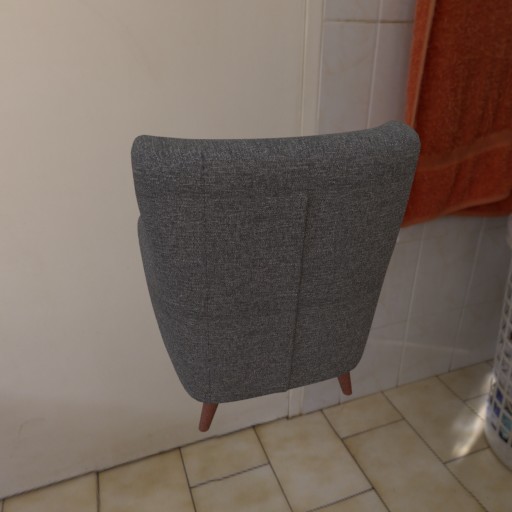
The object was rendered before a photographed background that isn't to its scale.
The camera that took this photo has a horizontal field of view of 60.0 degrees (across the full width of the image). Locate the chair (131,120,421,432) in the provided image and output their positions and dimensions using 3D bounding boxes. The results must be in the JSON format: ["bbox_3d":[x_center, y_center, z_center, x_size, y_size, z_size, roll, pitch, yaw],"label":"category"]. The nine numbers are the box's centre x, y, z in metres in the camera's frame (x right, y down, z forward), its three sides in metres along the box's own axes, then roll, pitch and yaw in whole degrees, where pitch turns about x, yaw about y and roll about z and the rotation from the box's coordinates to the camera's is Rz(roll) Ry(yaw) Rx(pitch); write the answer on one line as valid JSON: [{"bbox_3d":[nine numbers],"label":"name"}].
[{"bbox_3d":[0.000,0.000,1.744,0.878,1.063,0.904,-8,27,-16],"label":"chair"}]
